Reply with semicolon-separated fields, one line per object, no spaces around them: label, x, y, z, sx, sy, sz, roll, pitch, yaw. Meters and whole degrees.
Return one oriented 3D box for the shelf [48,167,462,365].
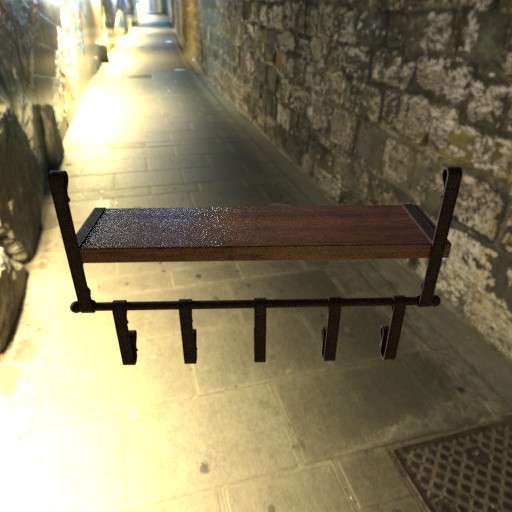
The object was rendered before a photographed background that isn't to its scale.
shelf;0.000;0.000;0.709;0.567;0.330;0.146;-1;30;-1
